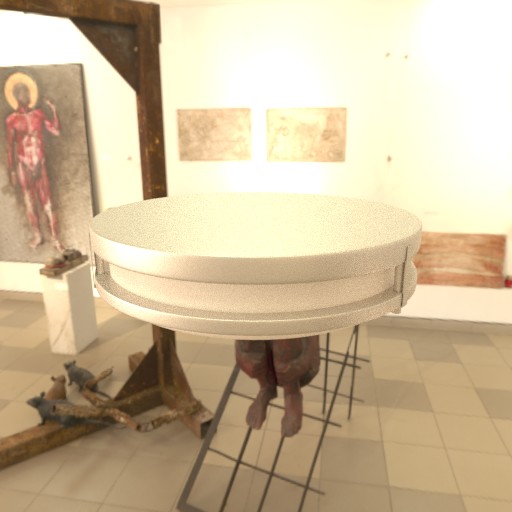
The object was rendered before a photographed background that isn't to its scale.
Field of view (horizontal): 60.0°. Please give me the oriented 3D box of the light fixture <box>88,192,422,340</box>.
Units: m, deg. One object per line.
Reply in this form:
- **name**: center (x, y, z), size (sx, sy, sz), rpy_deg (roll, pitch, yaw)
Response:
- **light fixture**: center (0.000, 0.000, 0.515), size (0.356, 0.102, 0.356), rpy_deg (0, 16, 0)
